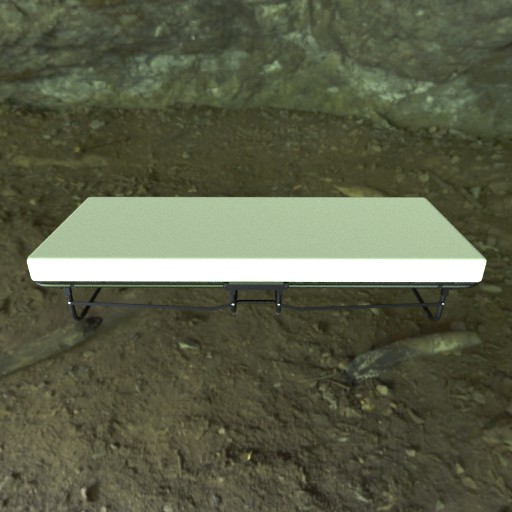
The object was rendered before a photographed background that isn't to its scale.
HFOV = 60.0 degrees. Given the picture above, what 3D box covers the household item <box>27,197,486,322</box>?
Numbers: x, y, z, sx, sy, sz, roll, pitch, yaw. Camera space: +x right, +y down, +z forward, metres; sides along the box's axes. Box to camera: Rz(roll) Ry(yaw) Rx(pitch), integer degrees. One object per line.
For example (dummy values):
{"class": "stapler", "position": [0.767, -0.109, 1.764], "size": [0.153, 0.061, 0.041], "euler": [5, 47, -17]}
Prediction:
{"class": "household item", "position": [0.000, 0.000, 2.185], "size": [1.905, 0.356, 0.787], "euler": [0, 27, 0]}
